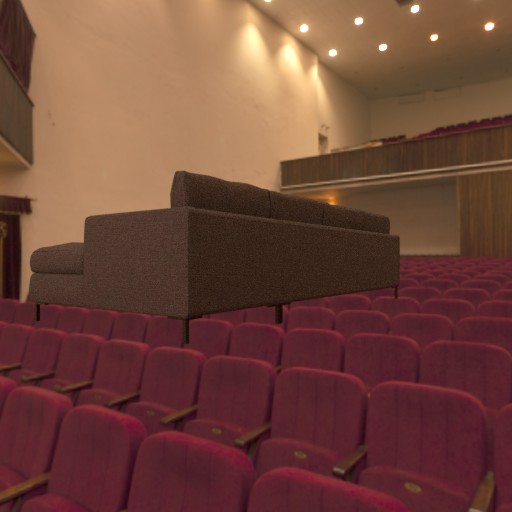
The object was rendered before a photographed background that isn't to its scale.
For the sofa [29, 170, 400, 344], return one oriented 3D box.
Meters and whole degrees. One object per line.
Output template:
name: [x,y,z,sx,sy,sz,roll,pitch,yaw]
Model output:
sofa: [0.000,0.000,3.842,1.483,0.892,3.221,0,-1,36]
